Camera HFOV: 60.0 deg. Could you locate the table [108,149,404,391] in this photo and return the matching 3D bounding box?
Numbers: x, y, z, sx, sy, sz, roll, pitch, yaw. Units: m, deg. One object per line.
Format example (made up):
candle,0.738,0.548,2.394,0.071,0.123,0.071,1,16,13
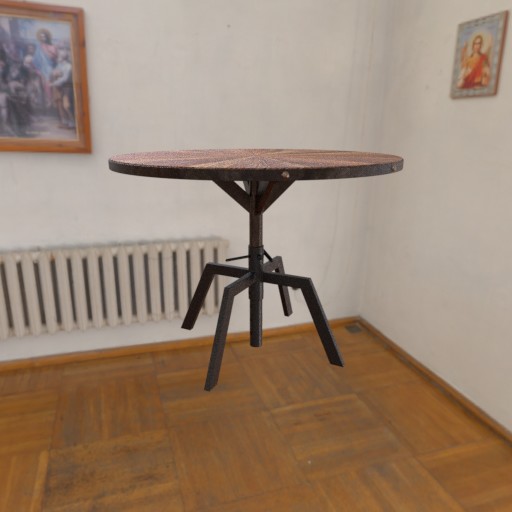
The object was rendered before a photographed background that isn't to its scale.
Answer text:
table,0.000,0.000,1.484,0.885,0.658,0.885,0,16,0
